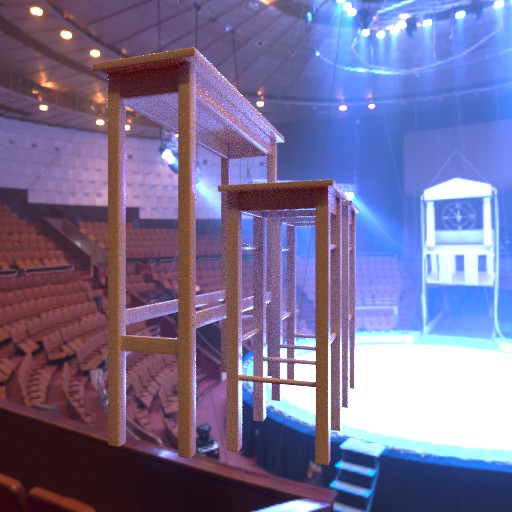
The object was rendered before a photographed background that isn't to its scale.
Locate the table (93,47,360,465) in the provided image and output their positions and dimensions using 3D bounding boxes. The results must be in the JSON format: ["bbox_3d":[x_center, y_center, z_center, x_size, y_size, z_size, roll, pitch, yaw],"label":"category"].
[{"bbox_3d":[0.000,0.000,1.558,0.650,1.065,0.915,0,0,18],"label":"table"}]
